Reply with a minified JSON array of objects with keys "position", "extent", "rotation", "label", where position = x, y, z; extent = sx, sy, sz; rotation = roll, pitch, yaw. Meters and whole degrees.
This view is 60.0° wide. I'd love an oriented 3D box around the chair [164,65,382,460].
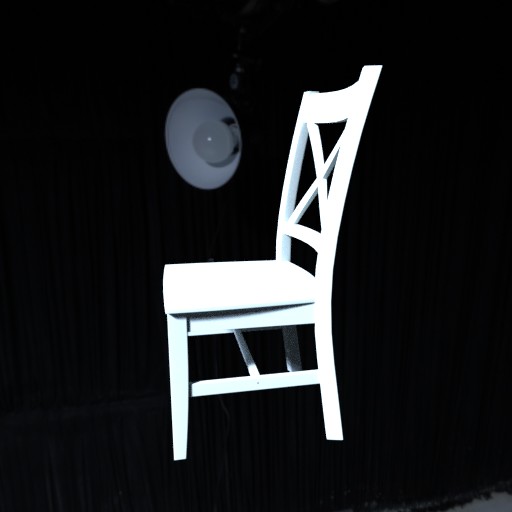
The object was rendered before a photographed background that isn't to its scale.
[{"position":[0.000,0.000,1.310],"extent":[0.542,0.983,0.485],"rotation":[-3,13,-11],"label":"chair"}]
